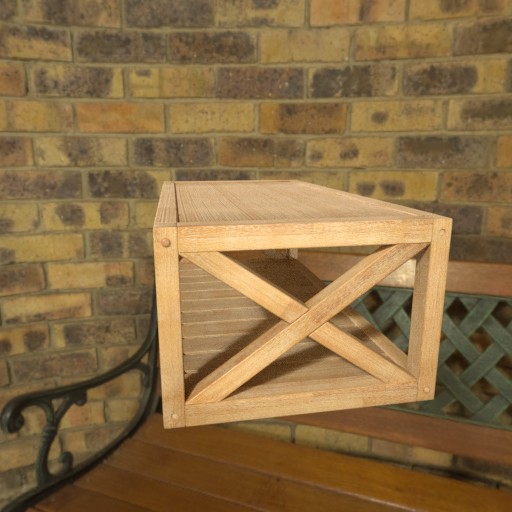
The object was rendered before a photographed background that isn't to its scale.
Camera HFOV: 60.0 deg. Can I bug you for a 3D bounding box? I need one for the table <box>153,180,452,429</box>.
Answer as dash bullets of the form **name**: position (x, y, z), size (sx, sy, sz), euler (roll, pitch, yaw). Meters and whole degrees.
- **table**: position (0.000, 0.000, 1.616), size (0.660, 0.457, 1.321), euler (-2, 14, -10)
